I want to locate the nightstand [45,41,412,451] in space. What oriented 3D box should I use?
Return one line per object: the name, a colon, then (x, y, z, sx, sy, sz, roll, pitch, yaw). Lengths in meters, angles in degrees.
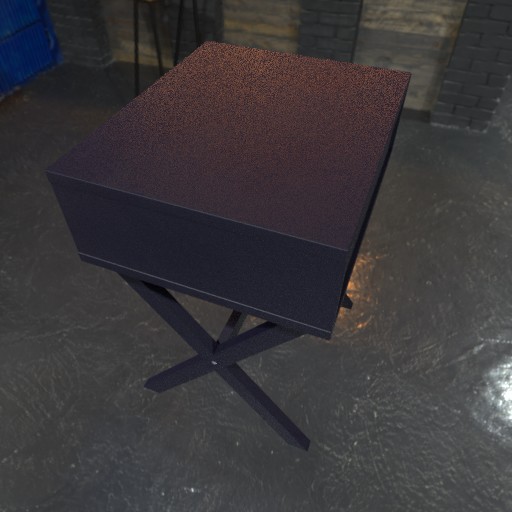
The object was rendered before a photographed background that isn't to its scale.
nightstand: (0.000, 0.000, 0.900, 0.402, 0.623, 0.479, 16, 48, 15)
